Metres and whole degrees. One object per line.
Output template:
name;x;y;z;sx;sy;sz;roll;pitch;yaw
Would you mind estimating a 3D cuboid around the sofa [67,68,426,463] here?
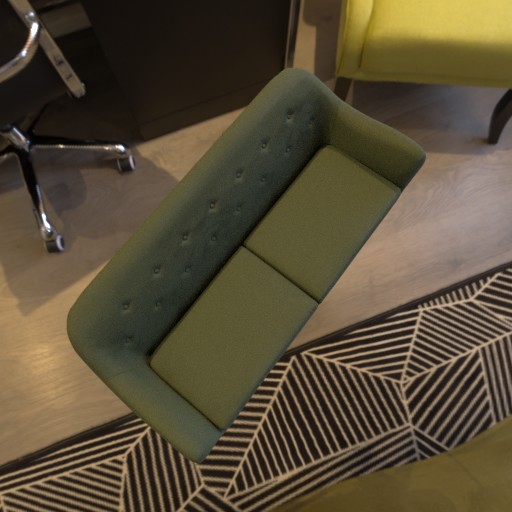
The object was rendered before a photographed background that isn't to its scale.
sofa;0.000;0.000;2.267;0.820;0.836;1.840;37;78;9
